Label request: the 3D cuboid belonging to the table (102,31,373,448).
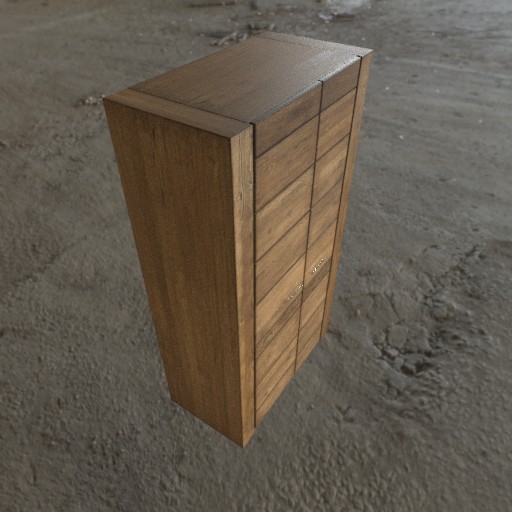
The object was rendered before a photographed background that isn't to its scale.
[{"bbox_3d":[0.000,0.000,2.472,0.600,2.000,1.100,24,46,25],"label":"table"}]
